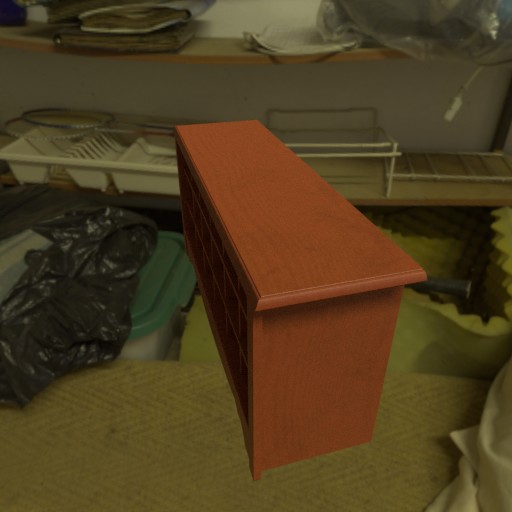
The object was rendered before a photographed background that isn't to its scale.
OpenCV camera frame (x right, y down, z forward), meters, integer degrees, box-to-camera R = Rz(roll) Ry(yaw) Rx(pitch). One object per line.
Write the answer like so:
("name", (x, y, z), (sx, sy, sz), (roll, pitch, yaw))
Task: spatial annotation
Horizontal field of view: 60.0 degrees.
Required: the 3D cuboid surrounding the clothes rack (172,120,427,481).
("clothes rack", (0.000, 0.000, 1.514), (0.362, 0.594, 1.251), (-9, 32, -14))
